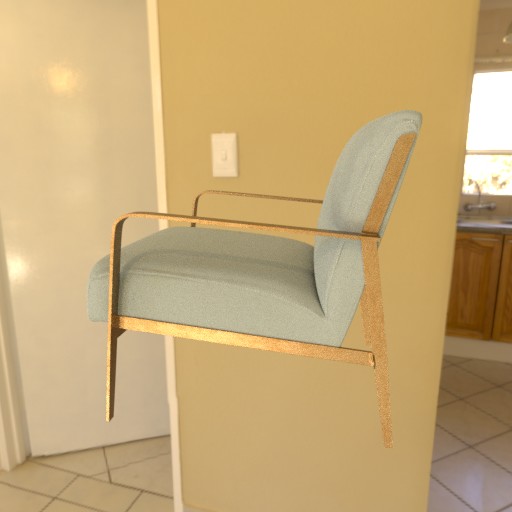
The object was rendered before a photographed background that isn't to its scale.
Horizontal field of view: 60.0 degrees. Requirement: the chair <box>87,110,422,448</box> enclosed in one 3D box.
[{"bbox_3d":[0.000,0.000,1.396,0.842,0.824,0.701,2,13,9],"label":"chair"}]
